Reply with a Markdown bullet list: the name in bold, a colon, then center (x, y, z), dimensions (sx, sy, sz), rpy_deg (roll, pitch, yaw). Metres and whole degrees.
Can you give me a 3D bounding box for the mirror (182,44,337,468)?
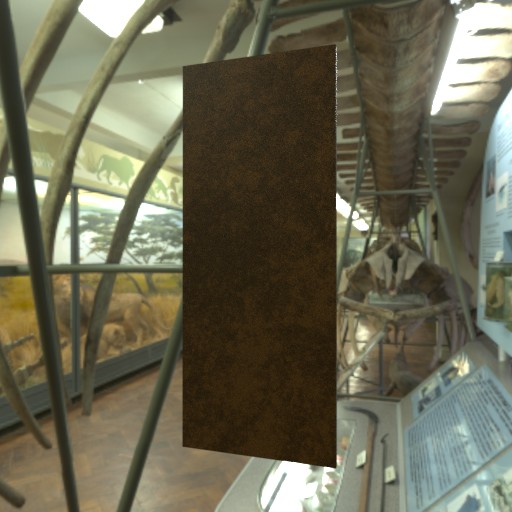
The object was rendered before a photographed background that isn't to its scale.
- **mirror**: center (0.000, 0.000, 2.258), dimensions (0.812, 2.031, 0.032), rpy_deg (0, 0, 18)
